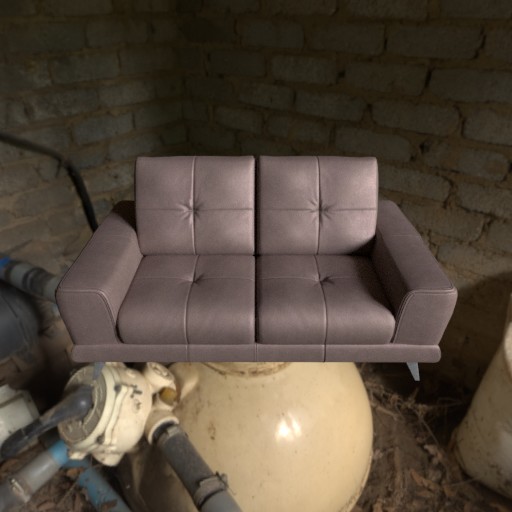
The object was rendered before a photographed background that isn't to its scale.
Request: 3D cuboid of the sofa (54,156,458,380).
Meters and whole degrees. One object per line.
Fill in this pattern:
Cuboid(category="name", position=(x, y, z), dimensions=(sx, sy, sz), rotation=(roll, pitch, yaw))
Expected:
Cuboid(category="sofa", position=(0.000, 0.000, 2.387), dimensions=(1.806, 0.907, 1.018), rotation=(0, 30, 0))
